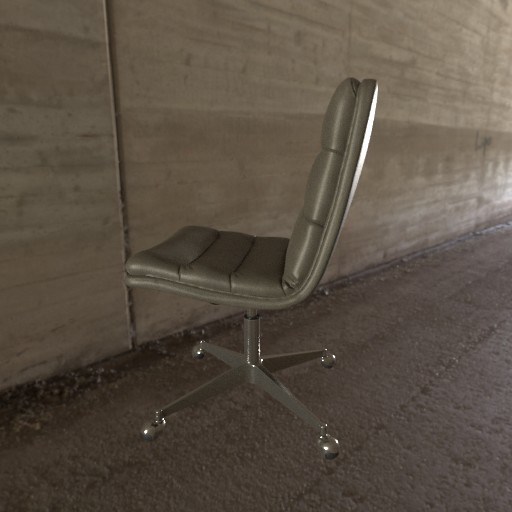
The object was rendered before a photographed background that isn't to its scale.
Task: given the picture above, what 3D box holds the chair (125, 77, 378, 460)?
[{"bbox_3d":[0.000,0.000,1.020,0.485,0.738,0.422,2,14,8],"label":"chair"}]
